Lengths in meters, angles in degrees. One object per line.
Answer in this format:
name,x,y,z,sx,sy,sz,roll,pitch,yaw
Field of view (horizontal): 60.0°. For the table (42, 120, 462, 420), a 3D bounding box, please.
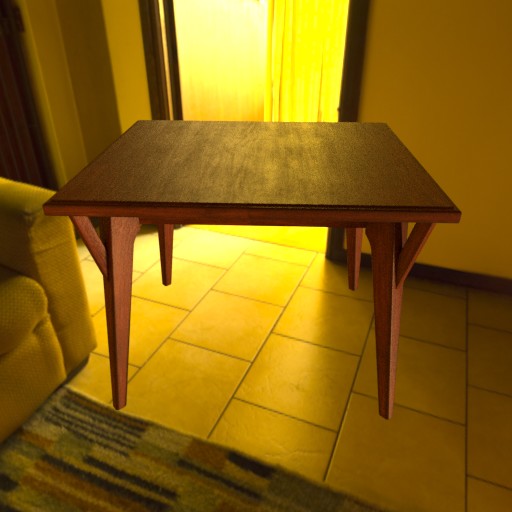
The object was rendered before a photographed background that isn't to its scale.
table,0.000,0.000,1.593,0.991,0.761,0.838,1,30,2
